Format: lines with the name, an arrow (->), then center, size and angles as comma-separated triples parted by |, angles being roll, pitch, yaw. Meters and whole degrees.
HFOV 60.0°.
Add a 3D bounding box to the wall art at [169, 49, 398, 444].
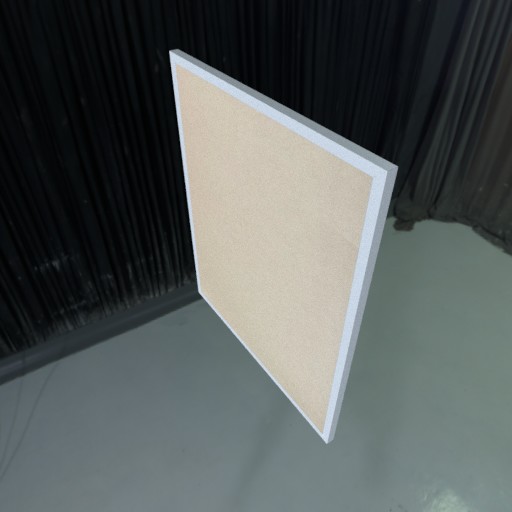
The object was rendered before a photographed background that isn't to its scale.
wall art -> 0.000, 0.000, 0.623 | 0.013, 0.456, 0.382 | -25, 47, -26
